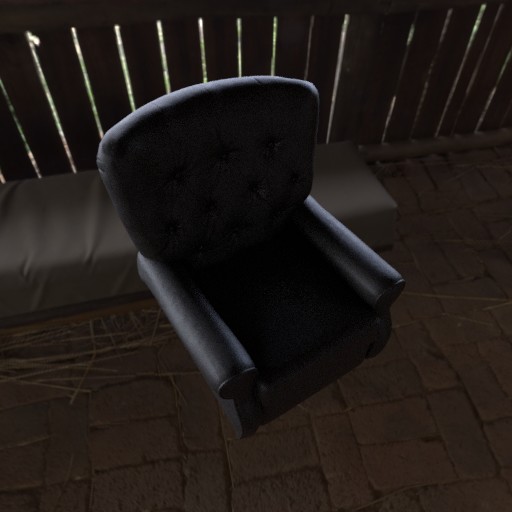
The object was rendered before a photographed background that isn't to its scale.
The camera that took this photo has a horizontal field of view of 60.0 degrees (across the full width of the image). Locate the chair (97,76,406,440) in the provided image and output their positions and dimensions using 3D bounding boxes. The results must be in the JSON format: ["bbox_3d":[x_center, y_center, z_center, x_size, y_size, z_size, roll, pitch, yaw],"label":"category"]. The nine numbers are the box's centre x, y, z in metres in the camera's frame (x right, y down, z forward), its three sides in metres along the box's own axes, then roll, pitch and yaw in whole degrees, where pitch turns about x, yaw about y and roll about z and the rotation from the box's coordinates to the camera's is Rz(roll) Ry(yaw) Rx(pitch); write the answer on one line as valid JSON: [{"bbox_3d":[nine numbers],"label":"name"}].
[{"bbox_3d":[0.000,0.000,1.902,0.948,1.158,1.058,-25,53,-21],"label":"chair"}]
